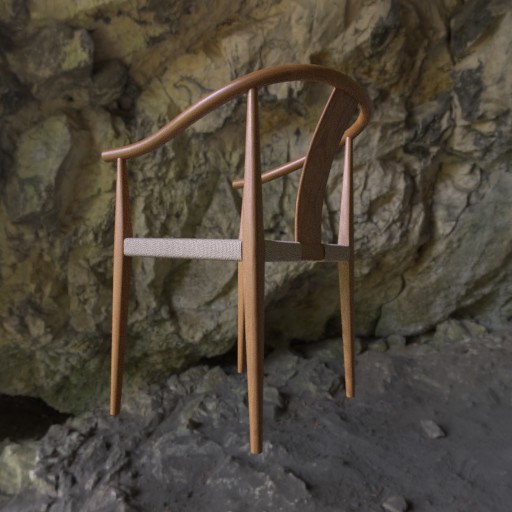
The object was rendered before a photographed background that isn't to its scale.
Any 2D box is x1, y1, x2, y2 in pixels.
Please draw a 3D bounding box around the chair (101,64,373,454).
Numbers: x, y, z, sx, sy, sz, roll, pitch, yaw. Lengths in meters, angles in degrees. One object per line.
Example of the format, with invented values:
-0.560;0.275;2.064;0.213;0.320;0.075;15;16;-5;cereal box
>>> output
0.000;0.000;1.178;0.579;0.800;0.556;0;-1;36;chair
